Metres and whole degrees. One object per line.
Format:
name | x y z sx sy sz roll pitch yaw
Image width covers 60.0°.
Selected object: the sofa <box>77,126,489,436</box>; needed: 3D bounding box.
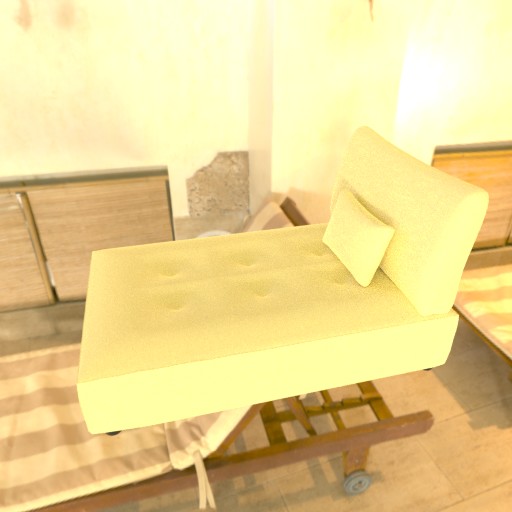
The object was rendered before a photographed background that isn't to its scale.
sofa | 0.000 0.000 1.917 1.450 0.820 0.930 -7 31 -13
